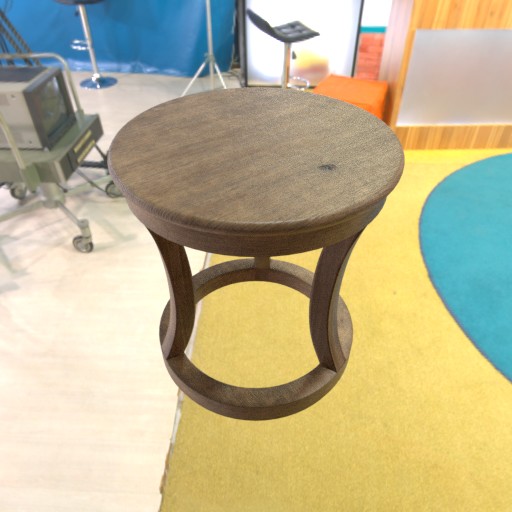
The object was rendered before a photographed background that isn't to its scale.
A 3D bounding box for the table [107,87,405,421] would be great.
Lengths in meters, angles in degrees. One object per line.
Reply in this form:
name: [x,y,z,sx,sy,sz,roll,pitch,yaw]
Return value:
table: [0.000,0.000,0.808,0.432,0.460,0.432,0,40,0]
